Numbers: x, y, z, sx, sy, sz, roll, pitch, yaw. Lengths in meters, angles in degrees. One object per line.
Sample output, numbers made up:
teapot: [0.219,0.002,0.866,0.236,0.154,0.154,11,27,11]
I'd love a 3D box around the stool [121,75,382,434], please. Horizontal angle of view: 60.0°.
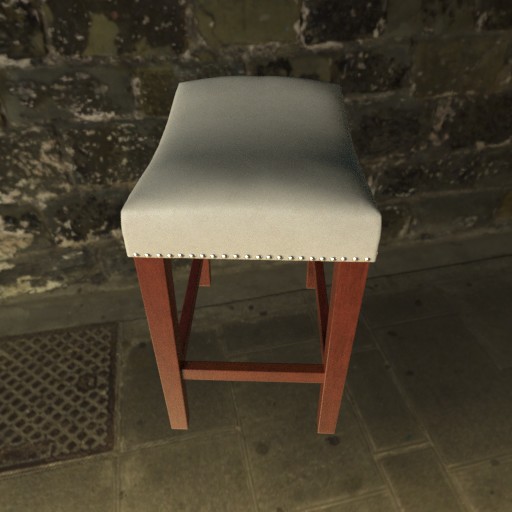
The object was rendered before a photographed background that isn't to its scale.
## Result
stool: [0.000,0.000,0.978,0.375,0.632,0.509,1,41,1]
